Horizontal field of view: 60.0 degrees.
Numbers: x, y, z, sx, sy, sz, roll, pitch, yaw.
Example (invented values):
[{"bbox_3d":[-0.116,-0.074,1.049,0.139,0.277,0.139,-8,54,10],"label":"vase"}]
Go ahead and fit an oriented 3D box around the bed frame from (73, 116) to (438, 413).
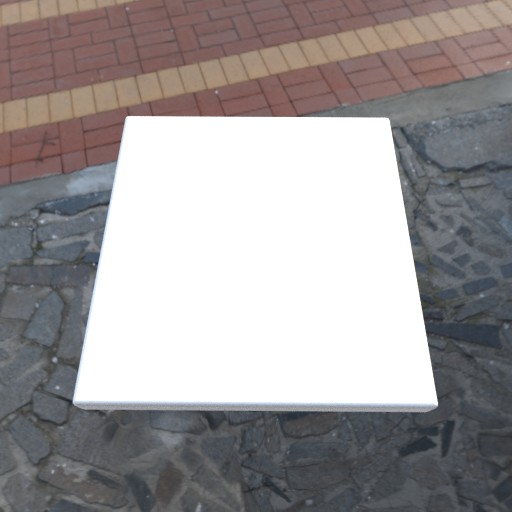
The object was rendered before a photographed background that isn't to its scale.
[{"bbox_3d":[0.000,0.000,3.008,1.935,0.525,2.033,0,63,0],"label":"bed frame"}]
